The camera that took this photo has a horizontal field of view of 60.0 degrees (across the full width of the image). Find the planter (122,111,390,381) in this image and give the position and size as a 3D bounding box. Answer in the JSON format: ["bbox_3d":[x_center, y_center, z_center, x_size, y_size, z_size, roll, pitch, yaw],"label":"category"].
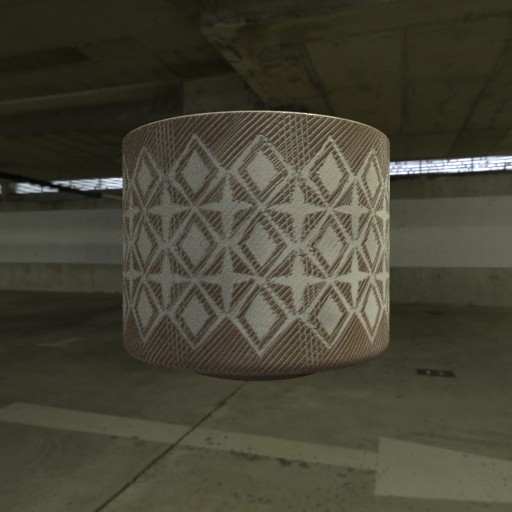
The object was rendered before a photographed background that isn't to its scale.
[{"bbox_3d":[0.000,0.000,0.220,0.126,0.104,0.126,0,1,0],"label":"planter"}]
